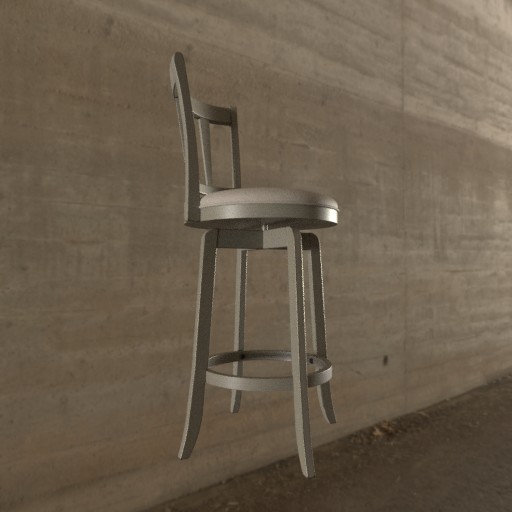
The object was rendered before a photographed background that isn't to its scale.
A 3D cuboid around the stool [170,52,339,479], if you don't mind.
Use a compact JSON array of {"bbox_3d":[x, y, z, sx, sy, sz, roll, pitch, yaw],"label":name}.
[{"bbox_3d":[0.000,0.000,1.283,0.475,1.042,0.436,0,-1,18],"label":"stool"}]
